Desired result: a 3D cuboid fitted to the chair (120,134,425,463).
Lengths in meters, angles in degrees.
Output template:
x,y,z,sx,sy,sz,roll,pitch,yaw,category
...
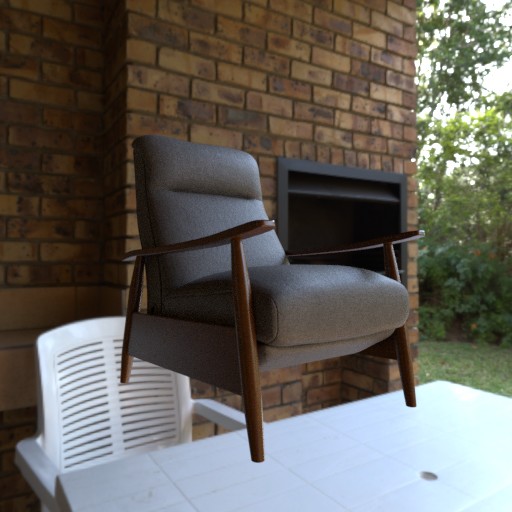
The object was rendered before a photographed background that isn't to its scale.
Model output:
x,y,z,sx,sy,sz,roll,pitch,yaw,category
0.000,0.000,1.751,0.762,1.081,1.014,0,0,-38,chair
